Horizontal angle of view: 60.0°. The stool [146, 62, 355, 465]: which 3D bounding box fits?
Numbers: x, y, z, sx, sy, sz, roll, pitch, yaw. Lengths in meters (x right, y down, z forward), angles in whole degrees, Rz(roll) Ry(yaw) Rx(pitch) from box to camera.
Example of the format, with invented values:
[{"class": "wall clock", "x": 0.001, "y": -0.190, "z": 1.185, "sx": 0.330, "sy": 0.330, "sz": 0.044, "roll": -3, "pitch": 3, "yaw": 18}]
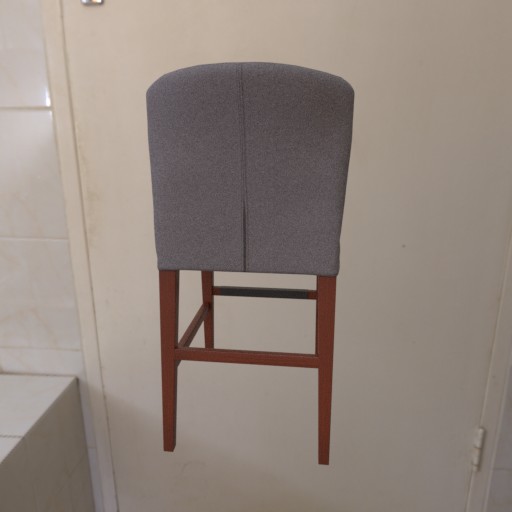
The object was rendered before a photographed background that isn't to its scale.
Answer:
[{"class": "stool", "x": 0.000, "y": 0.000, "z": 1.281, "sx": 0.481, "sy": 0.968, "sz": 0.568, "roll": 2, "pitch": 16, "yaw": 6}]
